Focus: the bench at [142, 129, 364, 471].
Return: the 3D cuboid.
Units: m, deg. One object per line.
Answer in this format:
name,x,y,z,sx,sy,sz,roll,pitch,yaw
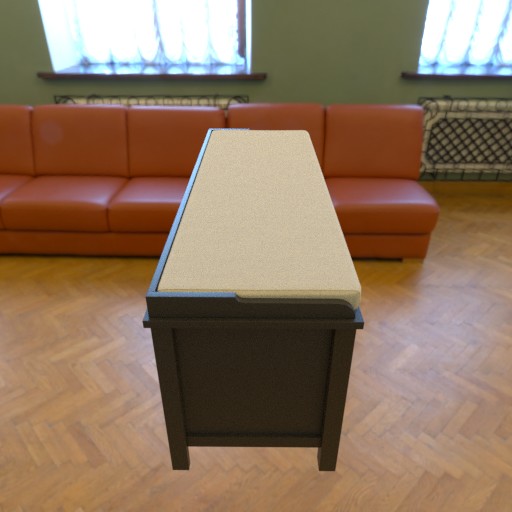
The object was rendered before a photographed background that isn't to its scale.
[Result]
bench,0.000,0.000,1.387,0.398,0.501,1.140,0,31,0
